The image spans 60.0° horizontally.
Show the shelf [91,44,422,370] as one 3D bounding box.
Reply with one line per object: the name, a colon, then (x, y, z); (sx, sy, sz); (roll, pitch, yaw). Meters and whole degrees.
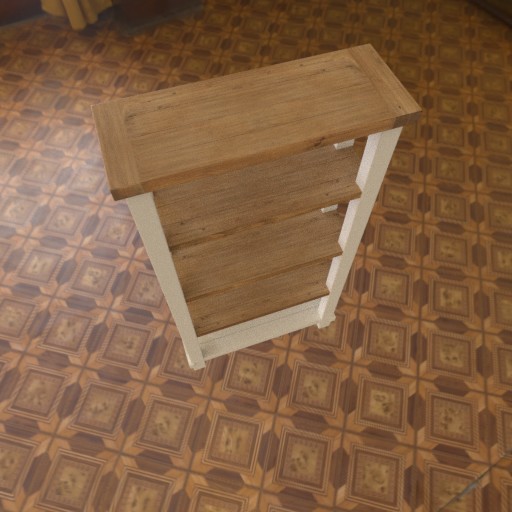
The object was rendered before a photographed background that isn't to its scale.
shelf: (0.000, 0.000, 2.255); (1.022, 1.878, 0.381); (-17, 60, -10)
